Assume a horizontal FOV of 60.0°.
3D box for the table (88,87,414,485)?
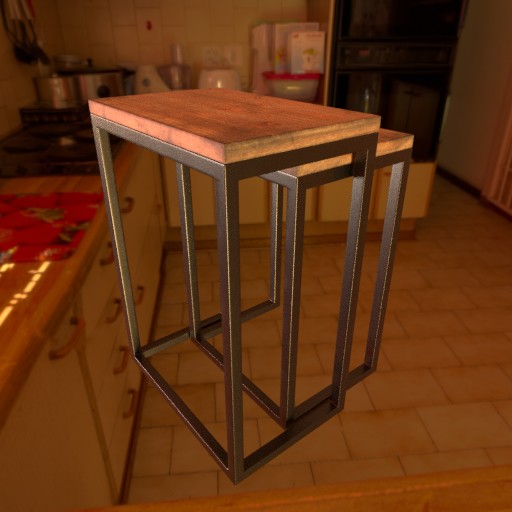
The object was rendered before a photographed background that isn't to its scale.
[{"bbox_3d":[0.000,0.000,0.931,0.460,0.615,0.456,-19,33,-31],"label":"table"}]
